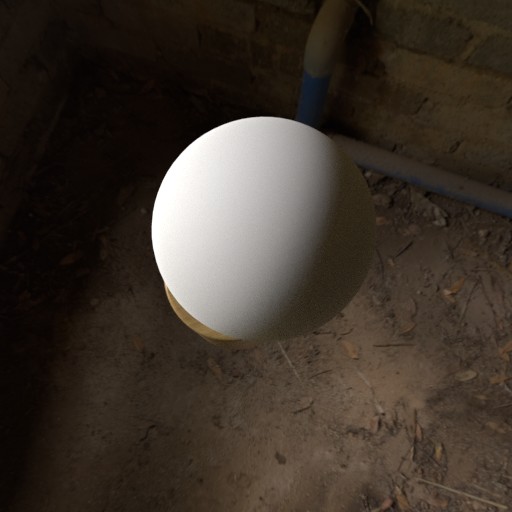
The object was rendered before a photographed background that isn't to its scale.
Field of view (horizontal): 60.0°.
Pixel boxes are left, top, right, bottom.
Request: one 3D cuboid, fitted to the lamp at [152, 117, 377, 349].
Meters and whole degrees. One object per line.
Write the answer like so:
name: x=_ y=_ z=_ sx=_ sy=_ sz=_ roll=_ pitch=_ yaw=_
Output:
lamp: x=0.000 y=0.000 z=0.340 sx=0.152 sy=0.250 sz=0.141 roll=-18 pitch=75 yaw=-5
